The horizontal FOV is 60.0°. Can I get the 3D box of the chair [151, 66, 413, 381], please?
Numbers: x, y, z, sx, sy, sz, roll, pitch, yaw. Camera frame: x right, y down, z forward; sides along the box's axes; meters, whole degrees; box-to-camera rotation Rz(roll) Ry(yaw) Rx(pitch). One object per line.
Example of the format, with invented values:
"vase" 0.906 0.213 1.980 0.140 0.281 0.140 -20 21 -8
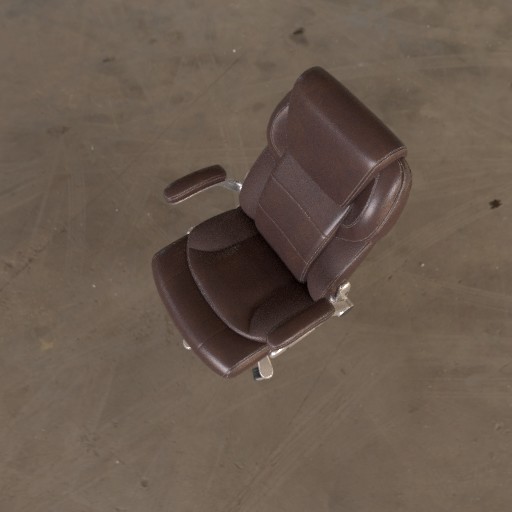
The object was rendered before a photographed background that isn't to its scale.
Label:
"chair" 0.000 0.000 1.661 0.774 1.160 0.733 -31 67 -15
